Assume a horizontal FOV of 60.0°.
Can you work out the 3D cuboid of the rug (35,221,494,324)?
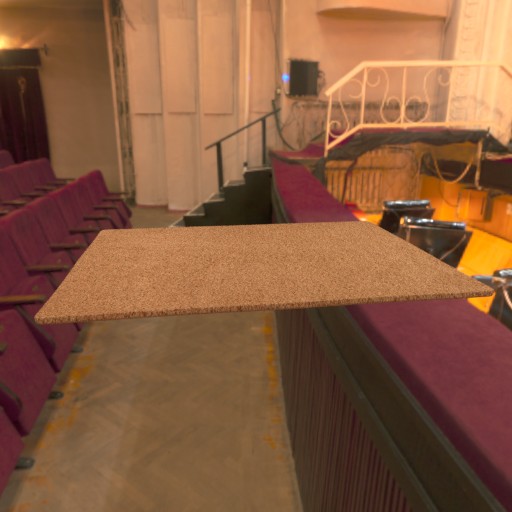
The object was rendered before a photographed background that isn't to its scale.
[{"bbox_3d":[0.000,0.000,2.075,1.600,0.025,1.199,-3,17,-8],"label":"rug"}]
